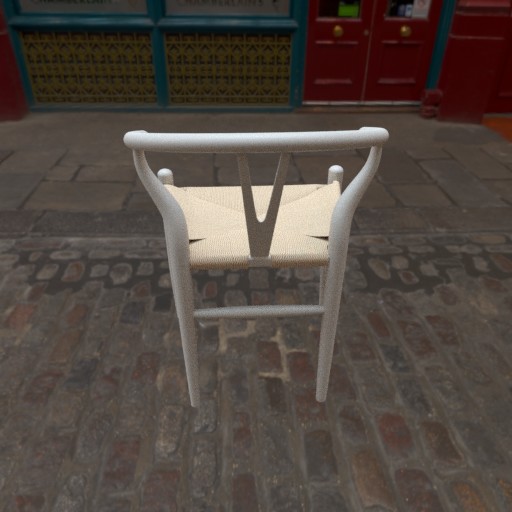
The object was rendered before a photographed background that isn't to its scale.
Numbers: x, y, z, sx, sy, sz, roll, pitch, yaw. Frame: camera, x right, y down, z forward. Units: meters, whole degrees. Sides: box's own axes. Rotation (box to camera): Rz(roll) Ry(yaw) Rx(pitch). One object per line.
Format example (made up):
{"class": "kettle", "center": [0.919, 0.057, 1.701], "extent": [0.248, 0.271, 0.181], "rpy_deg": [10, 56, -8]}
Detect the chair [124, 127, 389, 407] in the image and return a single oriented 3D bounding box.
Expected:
{"class": "chair", "center": [0.000, 0.000, 1.085], "extent": [0.533, 0.736, 0.500], "rpy_deg": [-2, 31, -3]}
